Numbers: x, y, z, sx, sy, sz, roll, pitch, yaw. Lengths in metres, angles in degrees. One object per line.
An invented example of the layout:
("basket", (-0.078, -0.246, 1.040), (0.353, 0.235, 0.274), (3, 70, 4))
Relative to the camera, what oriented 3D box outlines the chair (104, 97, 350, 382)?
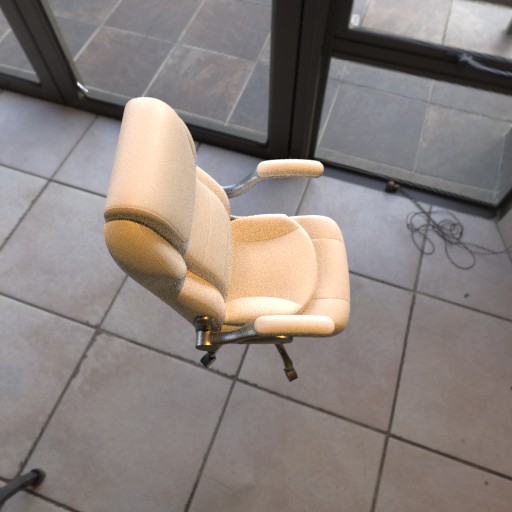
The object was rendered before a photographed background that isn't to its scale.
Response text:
("chair", (0.000, 0.000, 1.796), (0.806, 1.330, 0.755), (1, 63, 0))
